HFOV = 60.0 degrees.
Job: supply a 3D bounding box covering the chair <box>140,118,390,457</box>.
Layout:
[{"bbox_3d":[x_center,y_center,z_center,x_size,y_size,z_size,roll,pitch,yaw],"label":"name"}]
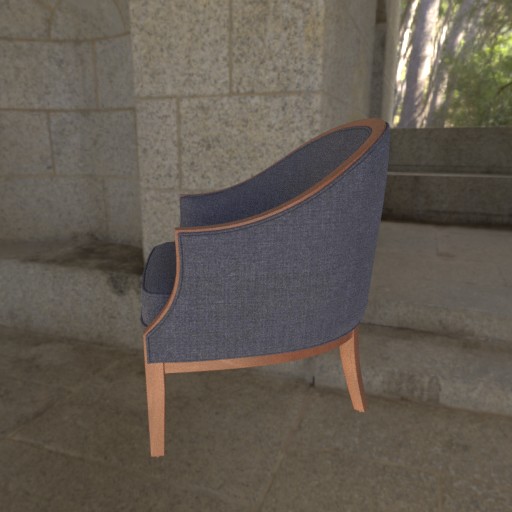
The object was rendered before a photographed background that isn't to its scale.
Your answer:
[{"bbox_3d":[0.000,0.000,1.468,0.735,0.876,0.803,-2,14,-8],"label":"chair"}]
